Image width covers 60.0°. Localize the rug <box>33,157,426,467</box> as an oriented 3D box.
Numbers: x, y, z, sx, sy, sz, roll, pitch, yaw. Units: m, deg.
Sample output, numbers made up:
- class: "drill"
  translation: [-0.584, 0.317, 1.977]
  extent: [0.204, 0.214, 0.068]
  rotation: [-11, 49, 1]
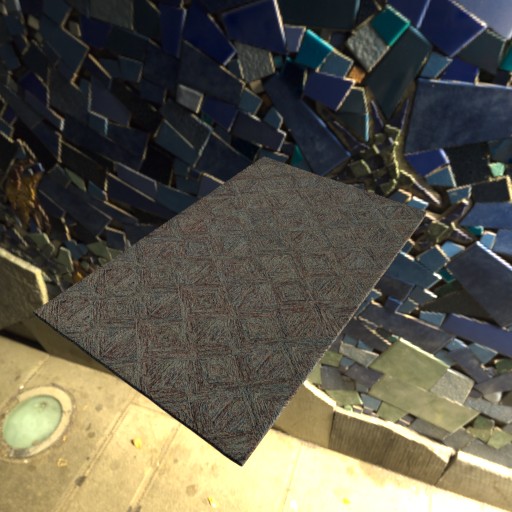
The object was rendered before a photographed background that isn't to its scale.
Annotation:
- class: "rug"
  translation: [0.000, 0.000, 2.218]
  extent: [1.143, 0.014, 1.761]
  rotation: [25, 46, 26]
